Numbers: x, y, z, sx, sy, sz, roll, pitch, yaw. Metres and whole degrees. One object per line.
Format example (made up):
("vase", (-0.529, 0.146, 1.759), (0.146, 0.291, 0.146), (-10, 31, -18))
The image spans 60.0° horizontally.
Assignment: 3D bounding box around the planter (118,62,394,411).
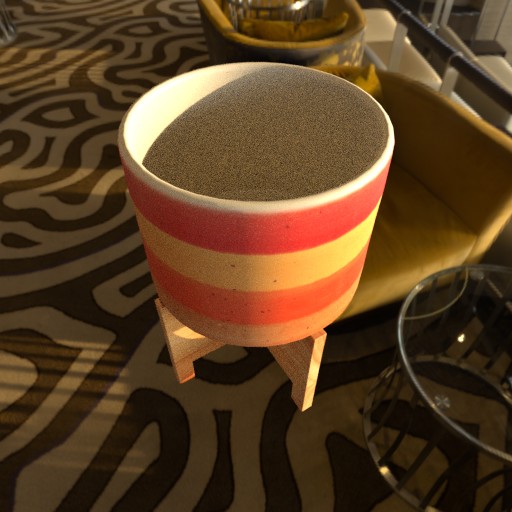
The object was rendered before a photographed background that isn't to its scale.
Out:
("planter", (0.000, 0.000, 0.556), (0.269, 0.379, 0.269), (0, 47, 0))
